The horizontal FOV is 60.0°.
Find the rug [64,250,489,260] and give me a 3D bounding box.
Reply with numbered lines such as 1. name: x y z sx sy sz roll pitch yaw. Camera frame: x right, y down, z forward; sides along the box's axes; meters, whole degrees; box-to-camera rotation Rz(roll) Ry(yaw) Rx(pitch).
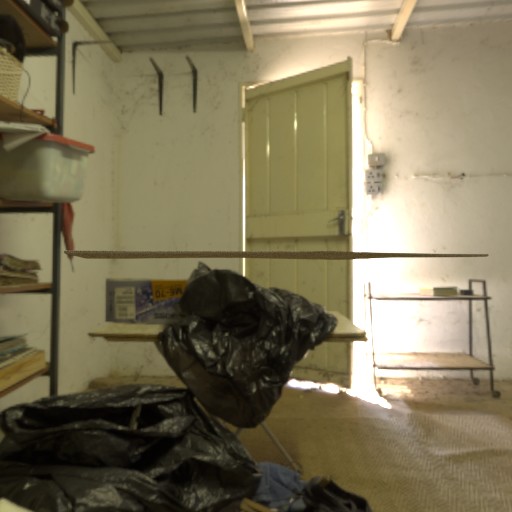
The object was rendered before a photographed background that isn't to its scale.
1. rug: 0.000 0.000 4.264 3.202 0.045 2.434 0 -1 -18
